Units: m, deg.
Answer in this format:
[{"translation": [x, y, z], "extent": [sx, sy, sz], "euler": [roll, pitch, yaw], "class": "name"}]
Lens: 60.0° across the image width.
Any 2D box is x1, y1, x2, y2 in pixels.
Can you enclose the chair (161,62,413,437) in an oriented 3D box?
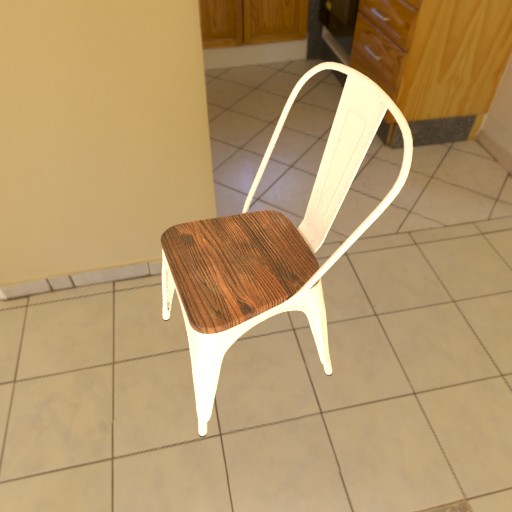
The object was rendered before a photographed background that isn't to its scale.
[{"translation": [0.000, 0.000, 1.154], "extent": [0.521, 0.851, 0.452], "euler": [-16, 49, -15], "class": "chair"}]
